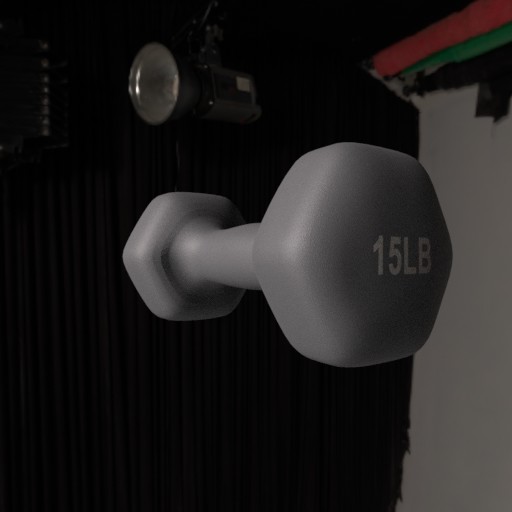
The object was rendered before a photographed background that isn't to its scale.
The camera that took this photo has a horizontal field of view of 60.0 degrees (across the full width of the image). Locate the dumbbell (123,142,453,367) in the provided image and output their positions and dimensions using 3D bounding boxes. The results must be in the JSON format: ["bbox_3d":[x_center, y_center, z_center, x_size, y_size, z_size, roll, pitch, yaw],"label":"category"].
[{"bbox_3d":[0.000,0.000,0.298,0.116,0.105,0.240,0,0,-34],"label":"dumbbell"}]
